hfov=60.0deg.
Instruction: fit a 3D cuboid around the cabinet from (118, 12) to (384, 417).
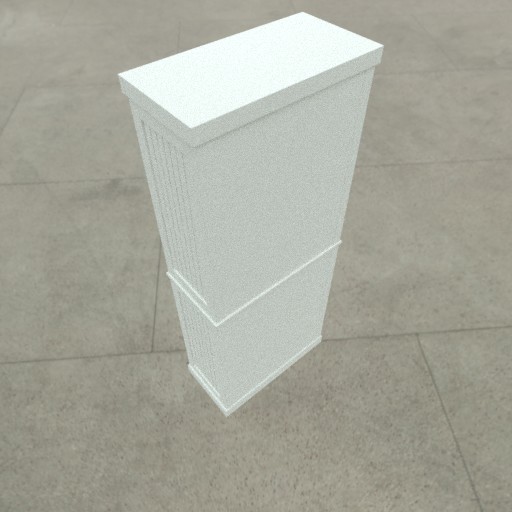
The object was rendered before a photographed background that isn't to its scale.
[{"bbox_3d":[0.000,0.000,2.050,0.754,1.829,0.390,-32,56,-25],"label":"cabinet"}]
